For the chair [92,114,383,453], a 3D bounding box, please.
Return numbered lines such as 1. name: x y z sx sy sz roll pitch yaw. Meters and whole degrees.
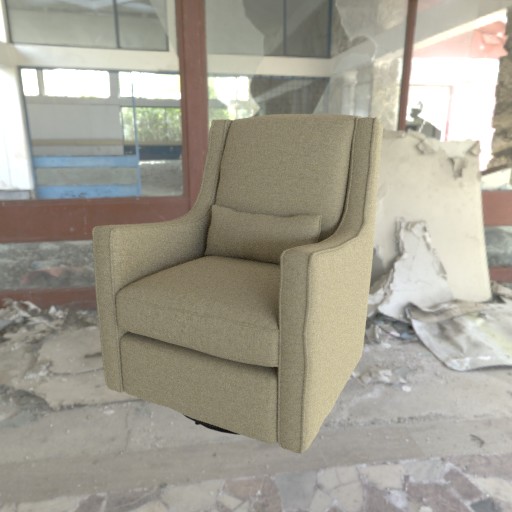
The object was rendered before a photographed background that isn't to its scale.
1. chair: 0.000 0.000 1.588 0.732 0.993 0.879 8 17 26
